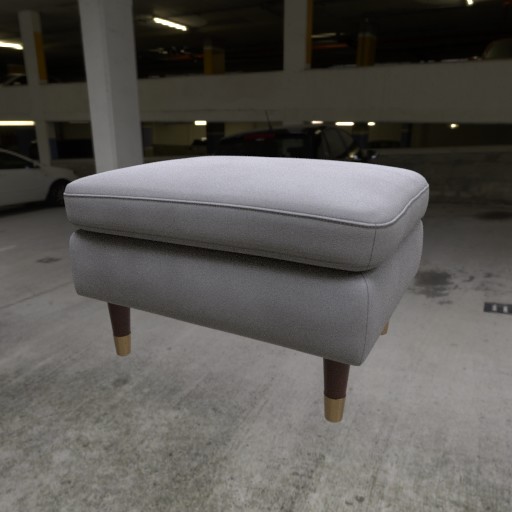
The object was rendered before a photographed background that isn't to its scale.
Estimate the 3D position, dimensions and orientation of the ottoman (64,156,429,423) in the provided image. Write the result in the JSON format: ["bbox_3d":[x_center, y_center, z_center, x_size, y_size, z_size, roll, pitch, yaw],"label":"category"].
[{"bbox_3d":[0.000,0.000,1.112,0.747,0.478,0.593,9,19,26],"label":"ottoman"}]
